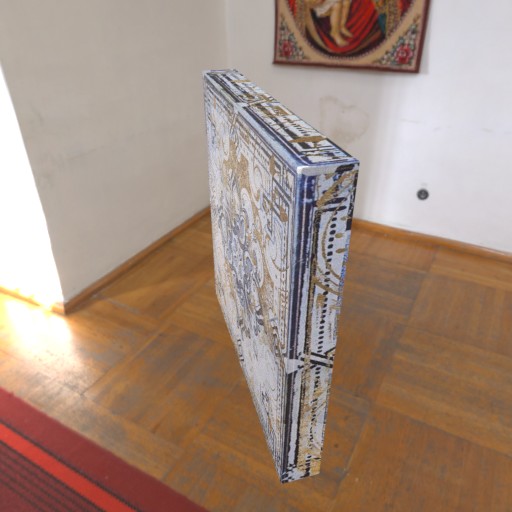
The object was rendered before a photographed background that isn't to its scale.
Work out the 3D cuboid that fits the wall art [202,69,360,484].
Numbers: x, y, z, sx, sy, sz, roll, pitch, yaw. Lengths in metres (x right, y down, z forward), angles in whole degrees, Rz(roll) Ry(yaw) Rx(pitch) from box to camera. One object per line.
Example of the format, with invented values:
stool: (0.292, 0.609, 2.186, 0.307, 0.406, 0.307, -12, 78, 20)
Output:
wall art: (0.000, 0.000, 0.452, 0.038, 0.306, 0.302, -9, 33, -13)
